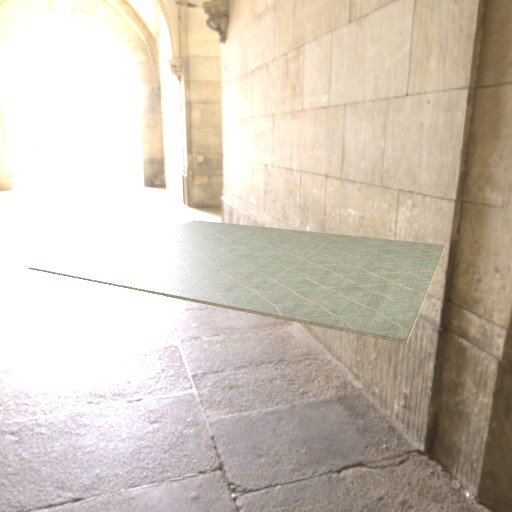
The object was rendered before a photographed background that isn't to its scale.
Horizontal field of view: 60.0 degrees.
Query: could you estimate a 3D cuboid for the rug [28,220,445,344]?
[{"bbox_3d":[0.000,0.000,4.070,3.039,0.019,2.420,8,17,26],"label":"rug"}]
